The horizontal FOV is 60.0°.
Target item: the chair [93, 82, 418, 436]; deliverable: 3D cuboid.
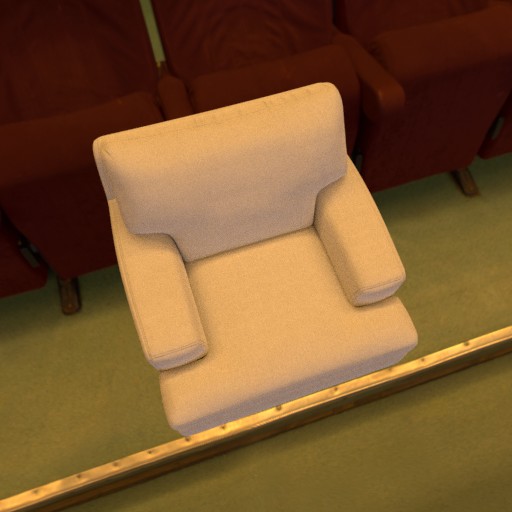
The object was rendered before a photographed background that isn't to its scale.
[{"bbox_3d":[0.000,0.000,1.949,1.140,0.930,1.158,-17,65,-8],"label":"chair"}]
